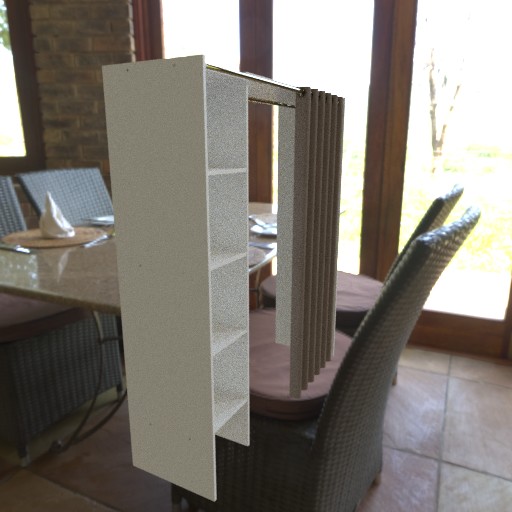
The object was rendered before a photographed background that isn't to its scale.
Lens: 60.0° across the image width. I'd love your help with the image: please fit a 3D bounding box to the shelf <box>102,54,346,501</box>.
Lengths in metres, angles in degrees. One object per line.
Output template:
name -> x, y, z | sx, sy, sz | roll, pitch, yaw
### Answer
shelf -> 0.000, 0.000, 2.513 | 0.500, 1.820, 1.600 | 7, 16, 28
